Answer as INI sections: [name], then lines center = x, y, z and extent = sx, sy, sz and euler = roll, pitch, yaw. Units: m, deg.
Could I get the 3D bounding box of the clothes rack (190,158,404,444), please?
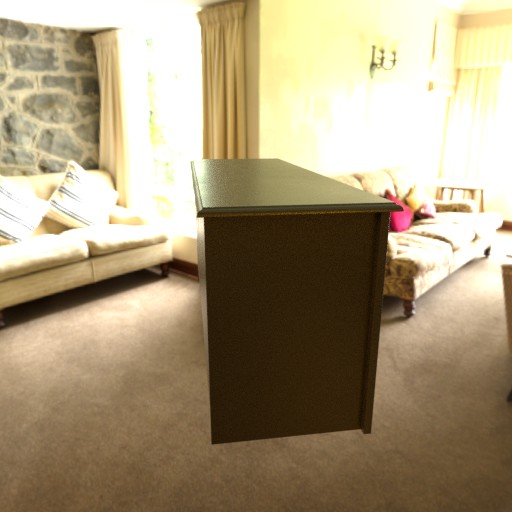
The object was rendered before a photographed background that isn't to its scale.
[clothes rack]
center = 0.000, 0.000, 1.498
extent = 0.406, 0.556, 1.219
euler = -2, 17, -8
